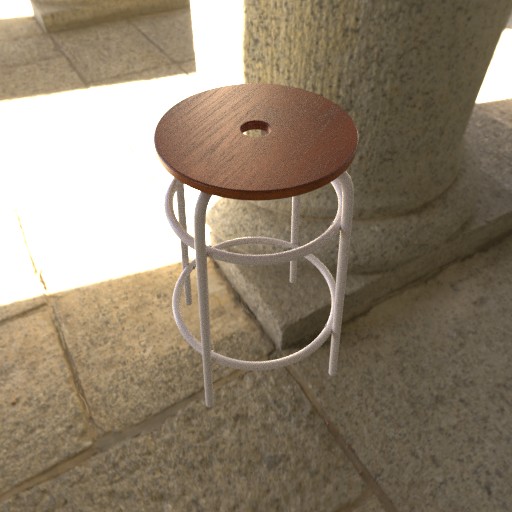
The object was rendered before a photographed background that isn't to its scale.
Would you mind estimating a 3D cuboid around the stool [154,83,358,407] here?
[{"bbox_3d":[0.000,0.000,0.952,0.455,0.610,0.455,23,50,20],"label":"stool"}]
